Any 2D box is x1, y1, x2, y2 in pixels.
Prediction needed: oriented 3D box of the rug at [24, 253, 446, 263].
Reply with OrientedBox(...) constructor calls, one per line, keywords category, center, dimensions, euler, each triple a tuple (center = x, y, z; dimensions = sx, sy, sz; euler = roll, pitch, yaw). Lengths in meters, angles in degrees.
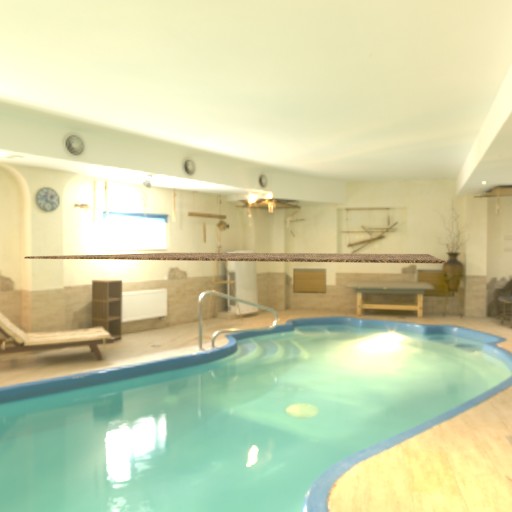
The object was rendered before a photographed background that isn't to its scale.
OrientedBox(category="rug", center=(0.000, 0.000, 4.259), dimensions=(3.204, 0.017, 2.448), euler=(0, 1, 19))
